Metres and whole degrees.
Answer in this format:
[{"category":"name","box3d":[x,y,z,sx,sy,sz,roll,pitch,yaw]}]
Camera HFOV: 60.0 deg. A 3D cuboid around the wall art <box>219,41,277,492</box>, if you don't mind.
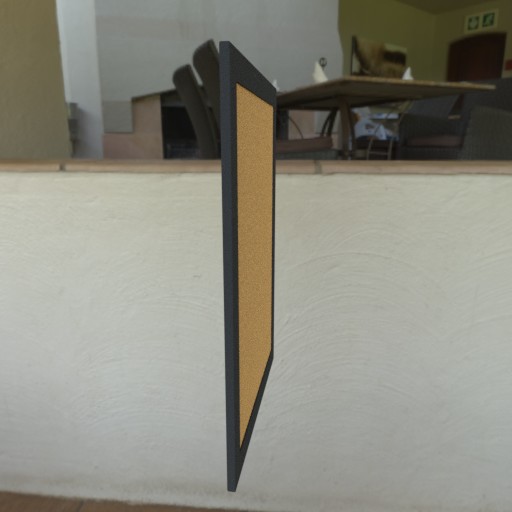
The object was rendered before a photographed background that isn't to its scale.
[{"category":"wall art","box3d":[0.000,0.000,0.681,0.012,0.529,0.374,2,14,9]}]
